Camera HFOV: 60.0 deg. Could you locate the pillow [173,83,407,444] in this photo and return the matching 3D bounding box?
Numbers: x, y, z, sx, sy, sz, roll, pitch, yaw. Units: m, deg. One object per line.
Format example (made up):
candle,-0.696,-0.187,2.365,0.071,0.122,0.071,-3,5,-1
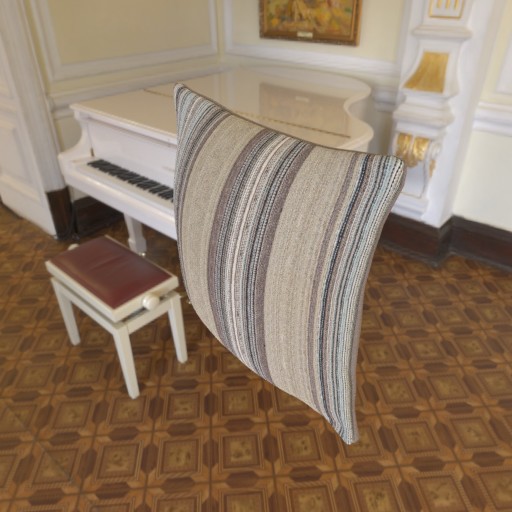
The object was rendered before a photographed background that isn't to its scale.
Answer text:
pillow,0.000,0.000,0.648,0.189,0.416,0.435,-22,39,-30
